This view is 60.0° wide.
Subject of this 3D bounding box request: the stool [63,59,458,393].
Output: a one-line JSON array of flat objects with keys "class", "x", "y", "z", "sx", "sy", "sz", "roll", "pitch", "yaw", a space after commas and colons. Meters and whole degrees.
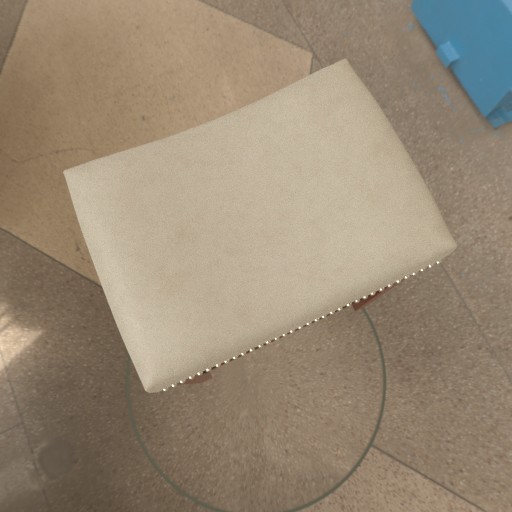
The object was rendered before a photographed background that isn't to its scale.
[{"class": "stool", "x": 0.000, "y": 0.000, "z": 0.945, "sx": 0.509, "sy": 0.632, "sz": 0.375, "roll": -24, "pitch": 77, "yaw": -6}]
